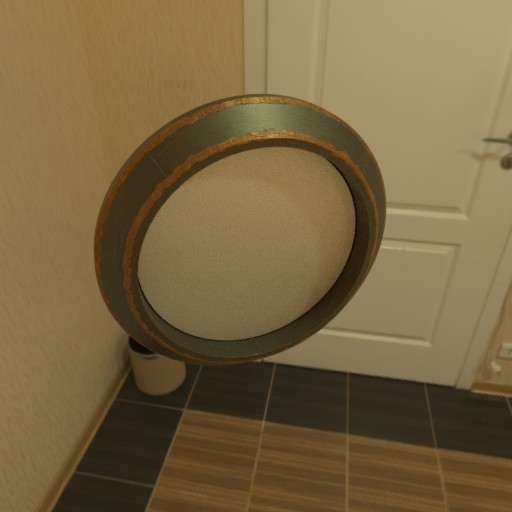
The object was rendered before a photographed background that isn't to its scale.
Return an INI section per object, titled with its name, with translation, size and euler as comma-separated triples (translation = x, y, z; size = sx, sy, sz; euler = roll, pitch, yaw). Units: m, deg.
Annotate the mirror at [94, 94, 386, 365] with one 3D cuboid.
[mirror]
translation = 0.000, 0.000, 1.323
size = 0.907, 0.907, 0.111
euler = -10, 34, -16
